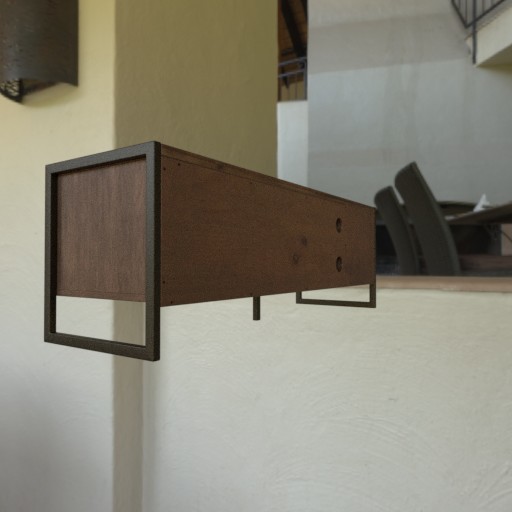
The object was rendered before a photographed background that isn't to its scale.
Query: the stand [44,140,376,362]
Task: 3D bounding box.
[{"bbox_3d":[0.000,0.000,1.748,0.454,0.506,1.480,-1,-1,34],"label":"stand"}]
